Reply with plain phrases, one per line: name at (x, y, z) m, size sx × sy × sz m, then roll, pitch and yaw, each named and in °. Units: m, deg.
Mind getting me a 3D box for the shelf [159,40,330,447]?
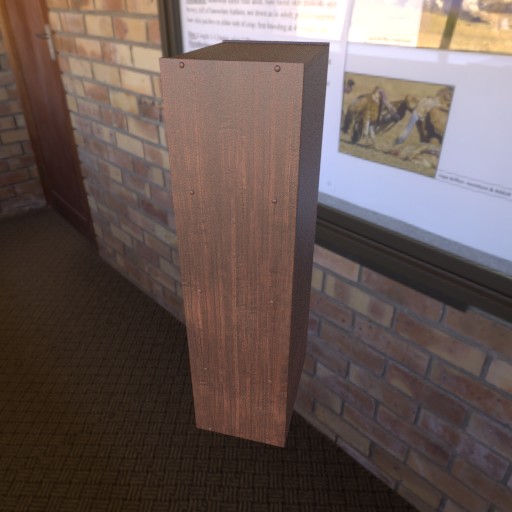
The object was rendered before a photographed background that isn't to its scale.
shelf at (0.000, 0.000, 1.293) m, size 0.290 × 1.099 × 0.415 m, roll 8°, pitch 31°, yaw 13°
